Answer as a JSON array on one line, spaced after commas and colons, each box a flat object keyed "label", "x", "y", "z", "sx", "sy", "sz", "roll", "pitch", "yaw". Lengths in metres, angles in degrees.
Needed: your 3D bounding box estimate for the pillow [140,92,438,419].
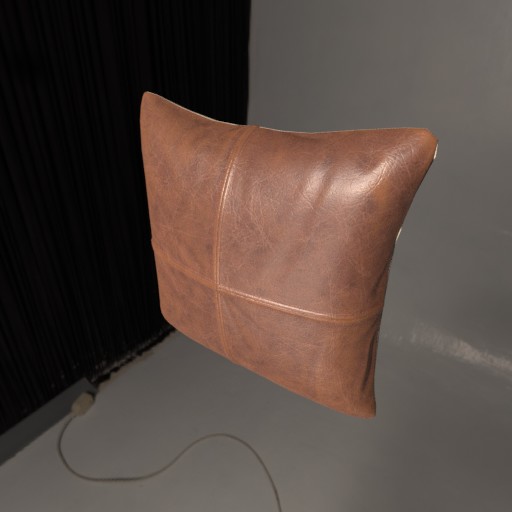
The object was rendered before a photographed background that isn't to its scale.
[{"label": "pillow", "x": 0.000, "y": 0.000, "z": 0.717, "sx": 0.484, "sy": 0.470, "sz": 0.192, "roll": 19, "pitch": 35, "yaw": 30}]
